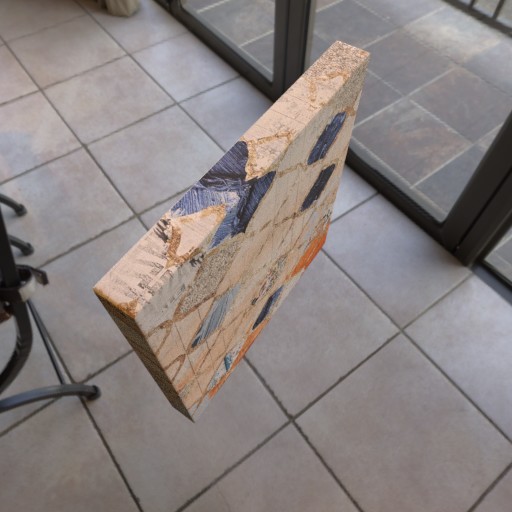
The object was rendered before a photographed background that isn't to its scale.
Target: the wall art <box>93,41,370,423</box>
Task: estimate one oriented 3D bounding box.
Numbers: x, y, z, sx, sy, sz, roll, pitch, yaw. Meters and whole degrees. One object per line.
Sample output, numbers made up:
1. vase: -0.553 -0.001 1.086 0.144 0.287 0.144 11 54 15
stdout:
1. wall art: 0.000 0.000 0.455 0.036 0.304 0.303 30 63 17
